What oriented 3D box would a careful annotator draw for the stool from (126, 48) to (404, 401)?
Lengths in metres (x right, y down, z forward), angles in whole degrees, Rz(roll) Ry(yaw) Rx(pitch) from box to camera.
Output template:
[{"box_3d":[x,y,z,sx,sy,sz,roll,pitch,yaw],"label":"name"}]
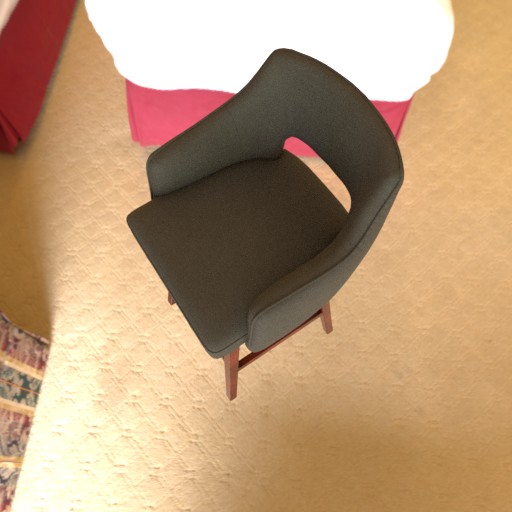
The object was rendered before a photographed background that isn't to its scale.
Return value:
[{"box_3d":[0.000,0.000,1.327,0.558,1.012,0.548,-31,68,-14],"label":"stool"}]
